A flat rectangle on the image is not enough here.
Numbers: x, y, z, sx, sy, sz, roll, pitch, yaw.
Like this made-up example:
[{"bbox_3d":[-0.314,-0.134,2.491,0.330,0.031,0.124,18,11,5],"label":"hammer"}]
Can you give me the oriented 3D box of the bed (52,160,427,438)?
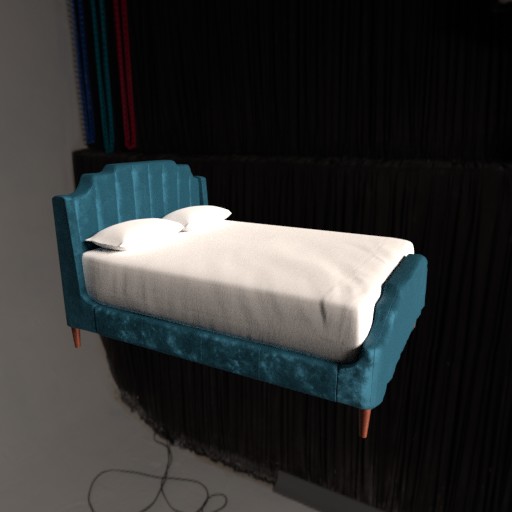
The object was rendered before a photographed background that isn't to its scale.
[{"bbox_3d":[0.000,0.000,3.358,2.322,1.338,1.678,8,17,27],"label":"bed"}]
